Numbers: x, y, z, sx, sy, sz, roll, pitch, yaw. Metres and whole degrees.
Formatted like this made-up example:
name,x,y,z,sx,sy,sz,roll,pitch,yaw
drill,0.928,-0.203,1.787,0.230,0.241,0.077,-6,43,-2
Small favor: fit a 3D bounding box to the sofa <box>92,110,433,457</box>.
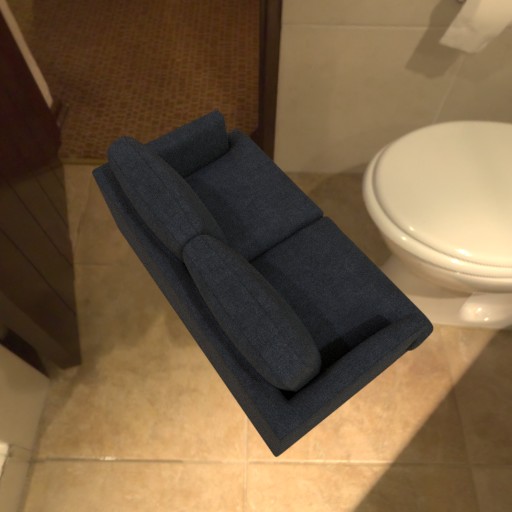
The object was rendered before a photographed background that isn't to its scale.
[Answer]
name,x,y,z,sx,sy,sz,roll,pitch,yaw
sofa,0.000,0.000,2.194,0.903,0.944,1.582,-32,65,-17
